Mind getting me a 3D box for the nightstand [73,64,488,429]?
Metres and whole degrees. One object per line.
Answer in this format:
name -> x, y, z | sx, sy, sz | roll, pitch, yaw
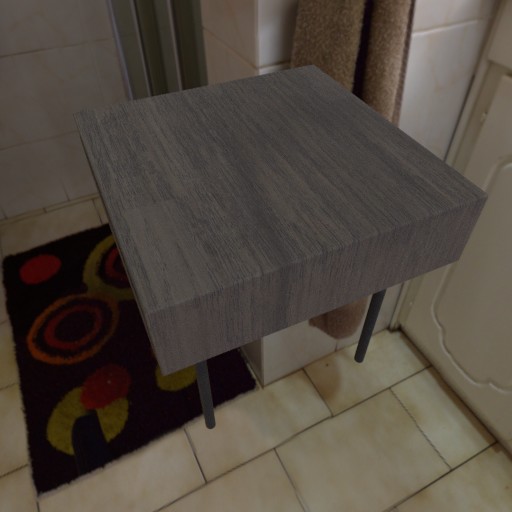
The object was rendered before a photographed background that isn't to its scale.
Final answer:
nightstand -> 0.000, 0.000, 0.894 | 0.503, 0.497, 0.502 | -18, 48, -17
